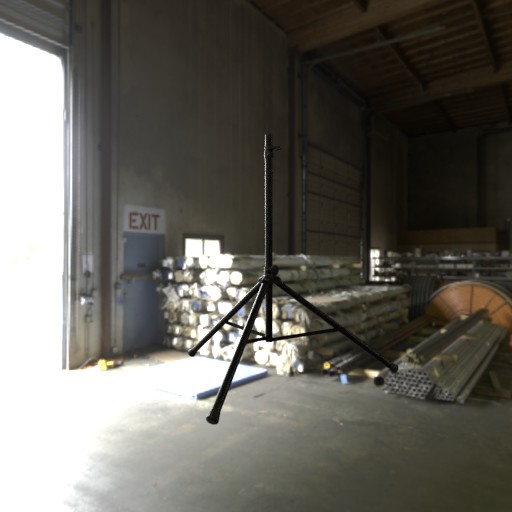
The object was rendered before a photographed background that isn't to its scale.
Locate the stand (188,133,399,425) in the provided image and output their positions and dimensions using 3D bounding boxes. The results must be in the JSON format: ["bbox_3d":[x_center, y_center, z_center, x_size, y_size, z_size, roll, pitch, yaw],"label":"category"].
[{"bbox_3d":[0.000,0.000,2.696,1.596,1.595,1.339,0,0,20],"label":"stand"}]
